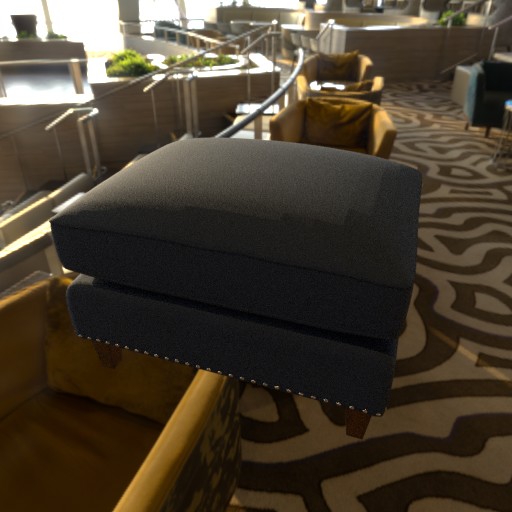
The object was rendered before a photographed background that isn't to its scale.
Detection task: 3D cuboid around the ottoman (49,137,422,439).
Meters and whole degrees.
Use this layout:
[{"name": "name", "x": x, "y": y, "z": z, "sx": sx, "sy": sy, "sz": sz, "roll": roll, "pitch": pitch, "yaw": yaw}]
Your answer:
[{"name": "ottoman", "x": 0.000, "y": 0.000, "z": 1.135, "sx": 0.741, "sy": 0.513, "sz": 0.584, "roll": 10, "pitch": 33, "yaw": 16}]
